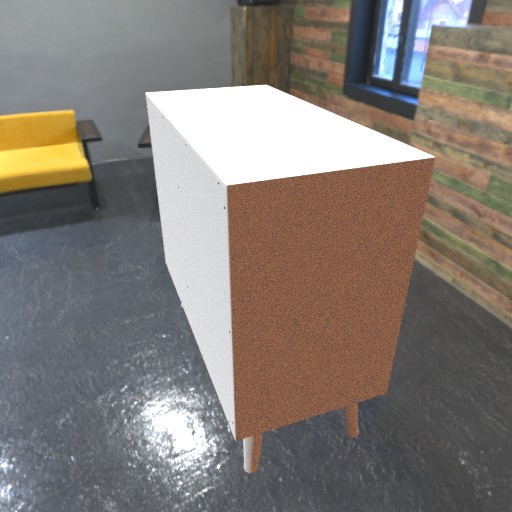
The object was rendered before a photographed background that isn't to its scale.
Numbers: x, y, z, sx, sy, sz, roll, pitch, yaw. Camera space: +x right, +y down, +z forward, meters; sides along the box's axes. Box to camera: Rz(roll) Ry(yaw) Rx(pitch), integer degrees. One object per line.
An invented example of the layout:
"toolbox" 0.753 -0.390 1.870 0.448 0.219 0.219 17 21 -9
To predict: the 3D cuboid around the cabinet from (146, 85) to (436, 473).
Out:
"cabinet" 0.000 0.000 1.237 0.398 0.761 0.800 -11 32 -18
